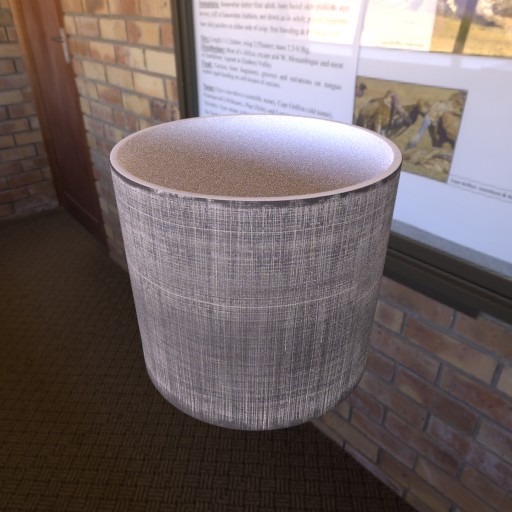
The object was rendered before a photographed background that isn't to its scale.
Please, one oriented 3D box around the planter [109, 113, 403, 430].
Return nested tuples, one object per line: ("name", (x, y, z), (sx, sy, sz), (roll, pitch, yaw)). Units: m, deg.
("planter", (0.000, 0.000, 0.397), (0.221, 0.201, 0.221), (0, 30, 0))
